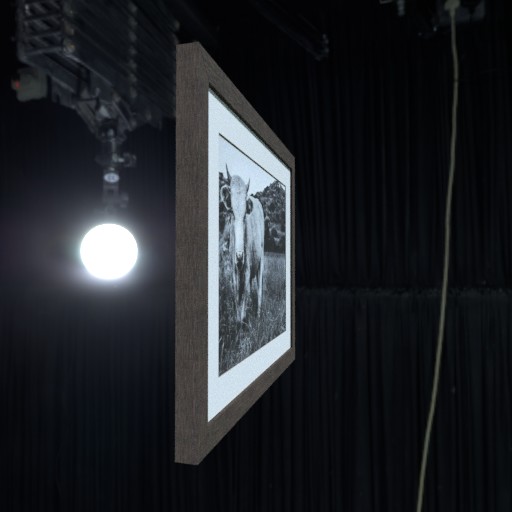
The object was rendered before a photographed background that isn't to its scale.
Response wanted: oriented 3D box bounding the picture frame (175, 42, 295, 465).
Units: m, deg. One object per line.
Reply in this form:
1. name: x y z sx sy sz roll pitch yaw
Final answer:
1. picture frame: 0.000 0.000 0.742 0.026 0.455 0.546 0 -1 16
